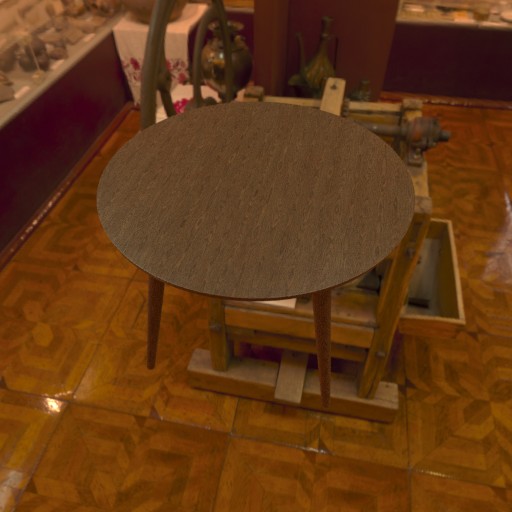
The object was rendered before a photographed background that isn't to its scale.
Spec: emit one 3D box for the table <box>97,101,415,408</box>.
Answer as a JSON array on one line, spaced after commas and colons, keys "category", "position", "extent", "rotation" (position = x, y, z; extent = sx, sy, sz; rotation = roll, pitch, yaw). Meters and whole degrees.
[{"category": "table", "position": [0.000, 0.000, 1.791], "extent": [1.053, 0.786, 1.053], "rotation": [0, 46, 0]}]
